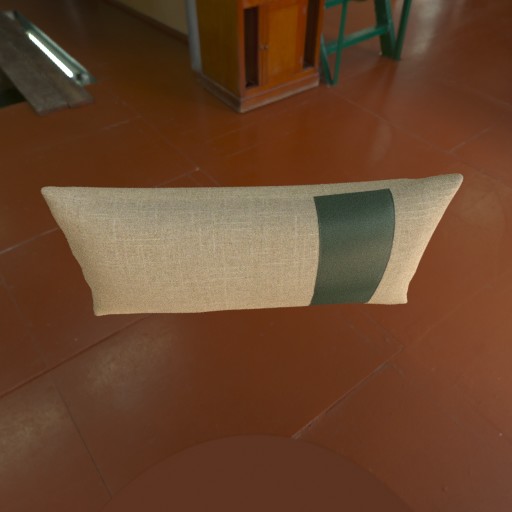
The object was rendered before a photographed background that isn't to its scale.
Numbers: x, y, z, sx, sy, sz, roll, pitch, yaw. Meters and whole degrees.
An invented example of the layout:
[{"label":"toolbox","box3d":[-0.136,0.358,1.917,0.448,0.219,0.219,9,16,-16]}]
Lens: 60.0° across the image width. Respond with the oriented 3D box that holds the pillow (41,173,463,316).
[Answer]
[{"label":"pillow","box3d":[0.000,0.000,1.048,0.859,0.429,0.197,-2,46,-2]}]
